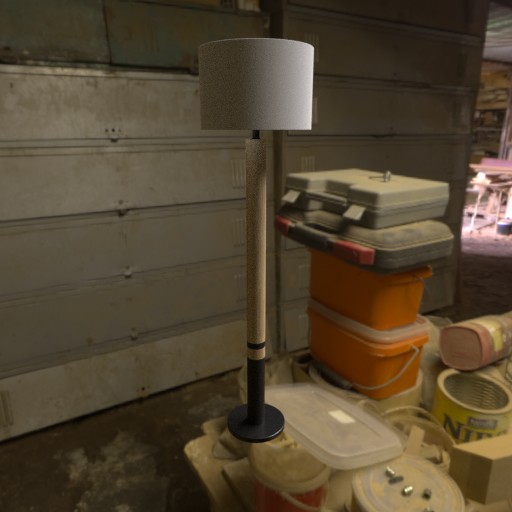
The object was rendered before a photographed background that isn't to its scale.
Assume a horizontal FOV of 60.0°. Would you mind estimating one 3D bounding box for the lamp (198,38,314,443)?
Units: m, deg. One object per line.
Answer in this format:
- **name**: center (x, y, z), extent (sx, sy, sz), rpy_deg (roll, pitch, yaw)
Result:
- **lamp**: center (0.000, 0.000, 1.671), extent (0.381, 1.478, 0.381), rpy_deg (-9, 18, -28)
